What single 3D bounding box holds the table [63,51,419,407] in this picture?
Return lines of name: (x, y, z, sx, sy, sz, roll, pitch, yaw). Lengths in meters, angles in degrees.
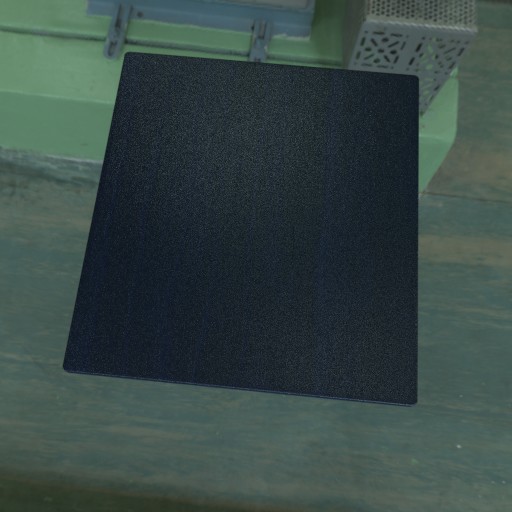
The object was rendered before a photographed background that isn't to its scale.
table: (0.000, 0.000, 0.955, 0.500, 0.567, 0.533, 5, 76, 1)
